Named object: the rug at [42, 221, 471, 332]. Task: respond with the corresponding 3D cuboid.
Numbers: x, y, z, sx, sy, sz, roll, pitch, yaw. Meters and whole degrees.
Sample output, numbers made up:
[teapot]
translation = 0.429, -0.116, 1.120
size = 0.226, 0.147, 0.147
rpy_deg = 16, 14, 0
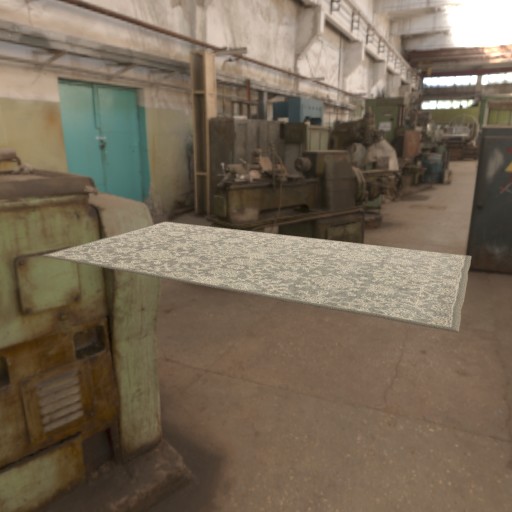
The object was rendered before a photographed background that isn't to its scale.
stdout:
[rug]
translation = 0.000, 0.000, 3.524
size = 3.048, 0.011, 1.546
rpy_deg = 8, 18, 26
